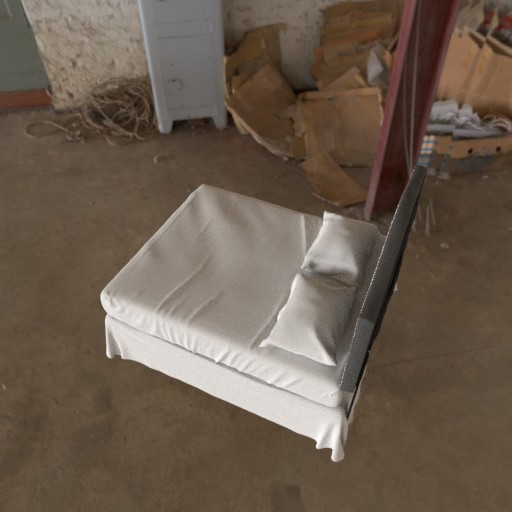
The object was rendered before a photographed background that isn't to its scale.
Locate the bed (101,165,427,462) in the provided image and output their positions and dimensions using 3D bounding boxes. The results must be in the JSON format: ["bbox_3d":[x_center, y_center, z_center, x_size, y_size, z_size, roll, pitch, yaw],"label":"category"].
[{"bbox_3d":[0.000,0.000,3.526,2.221,1.645,1.876,18,47,17],"label":"bed"}]
